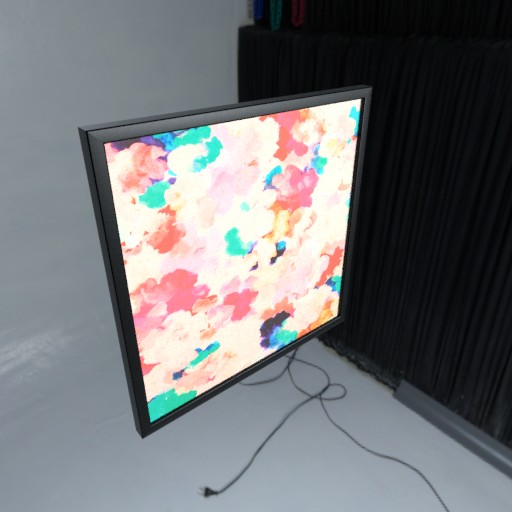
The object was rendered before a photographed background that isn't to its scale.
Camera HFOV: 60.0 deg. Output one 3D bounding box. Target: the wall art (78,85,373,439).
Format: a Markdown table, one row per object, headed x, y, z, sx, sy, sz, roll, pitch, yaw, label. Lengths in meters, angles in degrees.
| x | y | z | sx | sy | sz | roll | pitch | yaw | label |
| --- | --- | --- | --- | --- | --- | --- | --- | --- | --- |
| 0.000 | 0.000 | 1.135 | 0.756 | 0.755 | 0.036 | -22 | 36 | -34 | wall art |
